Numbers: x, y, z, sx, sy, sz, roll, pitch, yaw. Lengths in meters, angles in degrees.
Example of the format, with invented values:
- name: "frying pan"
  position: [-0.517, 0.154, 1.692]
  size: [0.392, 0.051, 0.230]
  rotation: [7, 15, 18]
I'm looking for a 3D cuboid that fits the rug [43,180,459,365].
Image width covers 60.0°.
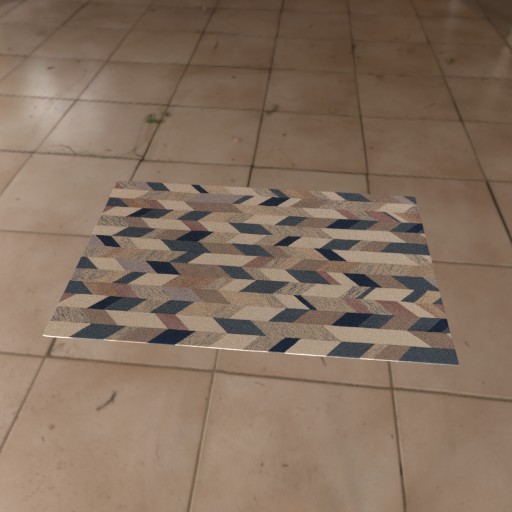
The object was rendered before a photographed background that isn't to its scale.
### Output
- name: "rug"
  position: [0.000, 0.000, 3.079]
  size: [2.423, 0.008, 1.513]
  rotation: [4, 47, 3]
